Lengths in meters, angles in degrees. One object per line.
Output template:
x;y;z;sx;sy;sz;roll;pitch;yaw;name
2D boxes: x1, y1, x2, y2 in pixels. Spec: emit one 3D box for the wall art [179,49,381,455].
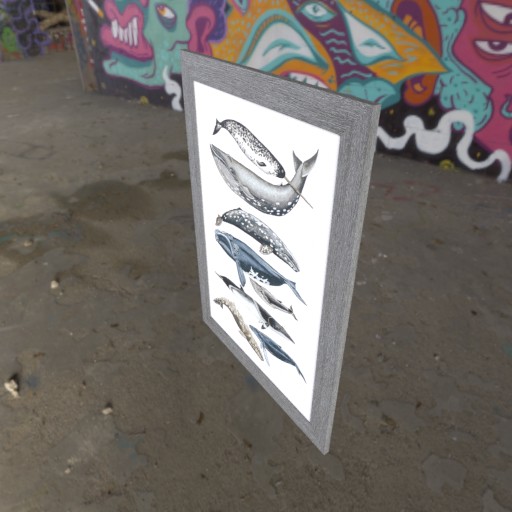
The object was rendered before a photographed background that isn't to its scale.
0.000;0.000;1.360;0.020;1.070;0.768;-21;39;-29;wall art
